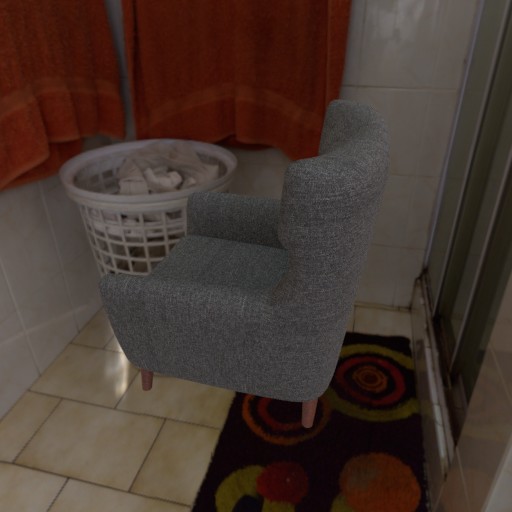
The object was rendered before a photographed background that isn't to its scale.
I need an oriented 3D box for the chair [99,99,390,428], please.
[{"bbox_3d":[0.000,0.000,1.748,0.904,1.063,0.878,8,31,13],"label":"chair"}]
